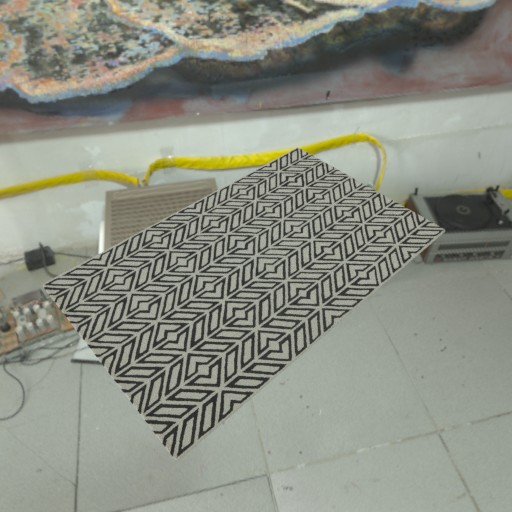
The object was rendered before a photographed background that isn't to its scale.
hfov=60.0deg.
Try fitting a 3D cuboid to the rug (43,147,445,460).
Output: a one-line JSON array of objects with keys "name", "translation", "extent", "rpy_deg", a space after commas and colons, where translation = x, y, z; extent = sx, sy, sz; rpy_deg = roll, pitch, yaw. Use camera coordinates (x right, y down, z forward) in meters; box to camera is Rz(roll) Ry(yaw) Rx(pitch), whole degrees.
[{"name": "rug", "translation": [0.000, 0.000, 3.105], "extent": [2.438, 0.008, 1.523], "rpy_deg": [-33, 55, -28]}]
